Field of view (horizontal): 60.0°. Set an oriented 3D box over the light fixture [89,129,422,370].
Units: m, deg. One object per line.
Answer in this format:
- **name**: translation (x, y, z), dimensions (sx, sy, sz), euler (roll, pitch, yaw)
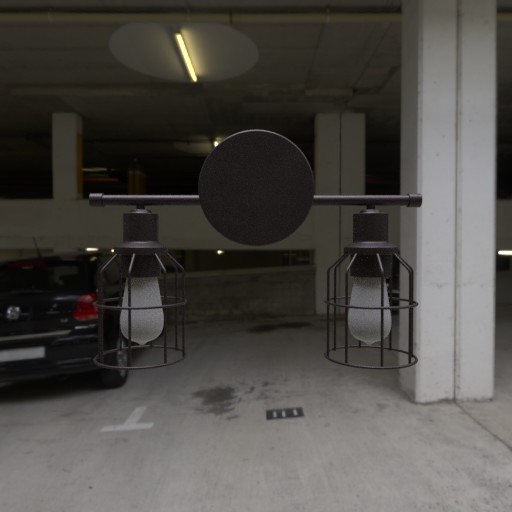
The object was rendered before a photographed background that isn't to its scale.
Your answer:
- **light fixture**: translation (0.000, 0.000, 0.524), dimensions (0.406, 0.254, 0.165), euler (0, 1, 0)
